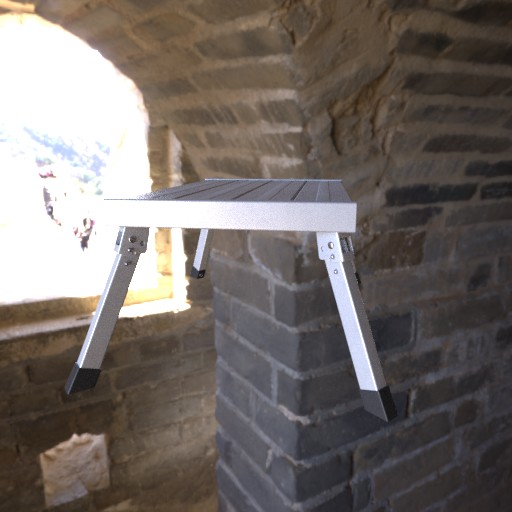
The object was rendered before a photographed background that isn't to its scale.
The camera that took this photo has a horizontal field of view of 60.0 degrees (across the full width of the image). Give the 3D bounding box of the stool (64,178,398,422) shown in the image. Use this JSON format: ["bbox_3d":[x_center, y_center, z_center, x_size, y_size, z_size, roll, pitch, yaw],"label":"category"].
[{"bbox_3d":[0.000,0.000,0.722,0.385,0.225,0.535,2,13,8],"label":"stool"}]
